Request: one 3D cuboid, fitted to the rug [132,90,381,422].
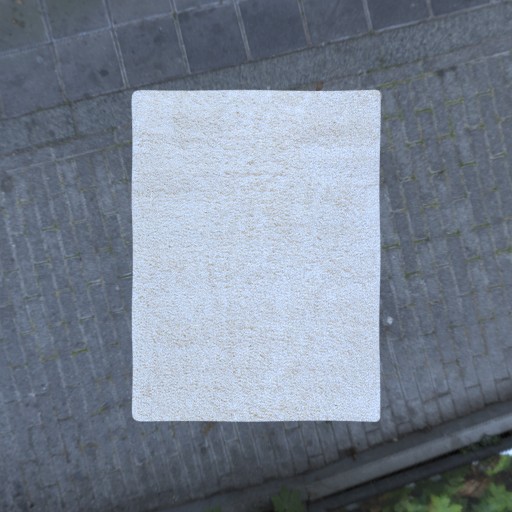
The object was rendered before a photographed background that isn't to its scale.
[{"bbox_3d":[0.000,0.000,2.149,1.200,0.027,1.600,0,90,0],"label":"rug"}]
